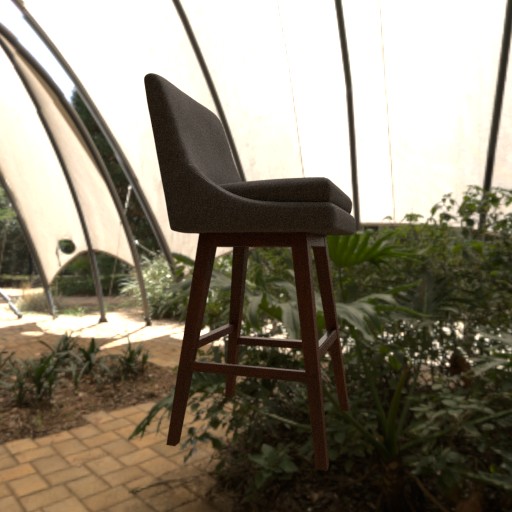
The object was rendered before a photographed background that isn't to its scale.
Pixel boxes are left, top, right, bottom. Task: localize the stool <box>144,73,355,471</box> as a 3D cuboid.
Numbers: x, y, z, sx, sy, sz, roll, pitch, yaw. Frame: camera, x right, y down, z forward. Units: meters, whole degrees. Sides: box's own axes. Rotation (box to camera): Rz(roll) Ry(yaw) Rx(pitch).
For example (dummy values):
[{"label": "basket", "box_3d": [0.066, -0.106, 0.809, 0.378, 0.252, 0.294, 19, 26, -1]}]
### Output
[{"label": "stool", "box_3d": [0.000, 0.000, 1.398, 0.572, 1.068, 0.489, 0, 1, 19]}]
